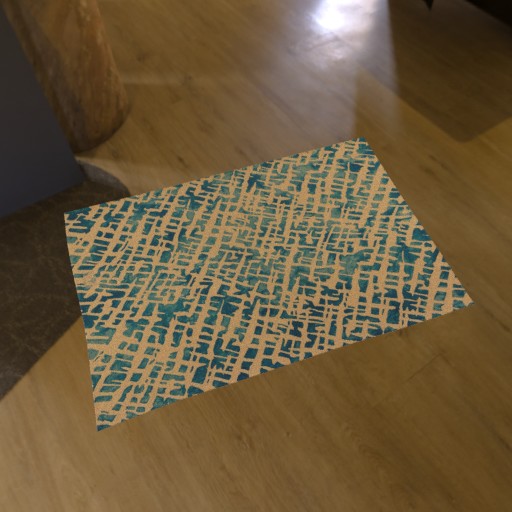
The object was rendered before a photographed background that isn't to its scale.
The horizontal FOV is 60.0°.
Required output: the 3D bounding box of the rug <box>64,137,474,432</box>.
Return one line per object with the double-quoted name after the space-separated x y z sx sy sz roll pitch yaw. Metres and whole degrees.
0.000 0.000 2.300 1.830 0.011 1.209 -16 60 -10 "rug"
